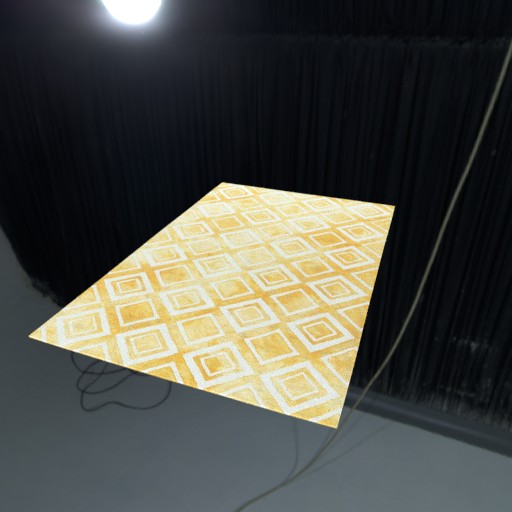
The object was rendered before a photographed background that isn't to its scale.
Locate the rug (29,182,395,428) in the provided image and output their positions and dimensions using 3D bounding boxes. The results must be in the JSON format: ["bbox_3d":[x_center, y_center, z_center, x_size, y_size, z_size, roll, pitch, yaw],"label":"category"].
[{"bbox_3d":[0.000,0.000,2.277,1.213,0.010,1.829,11,31,18],"label":"rug"}]
